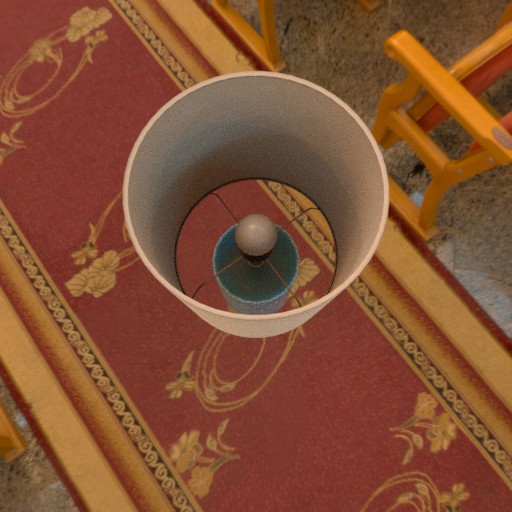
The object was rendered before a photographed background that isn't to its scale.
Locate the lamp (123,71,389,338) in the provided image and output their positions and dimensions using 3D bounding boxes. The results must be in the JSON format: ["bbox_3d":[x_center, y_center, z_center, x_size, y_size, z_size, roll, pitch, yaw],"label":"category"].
[{"bbox_3d":[0.000,0.000,0.752,0.278,0.597,0.278,-36,79,-8],"label":"lamp"}]
